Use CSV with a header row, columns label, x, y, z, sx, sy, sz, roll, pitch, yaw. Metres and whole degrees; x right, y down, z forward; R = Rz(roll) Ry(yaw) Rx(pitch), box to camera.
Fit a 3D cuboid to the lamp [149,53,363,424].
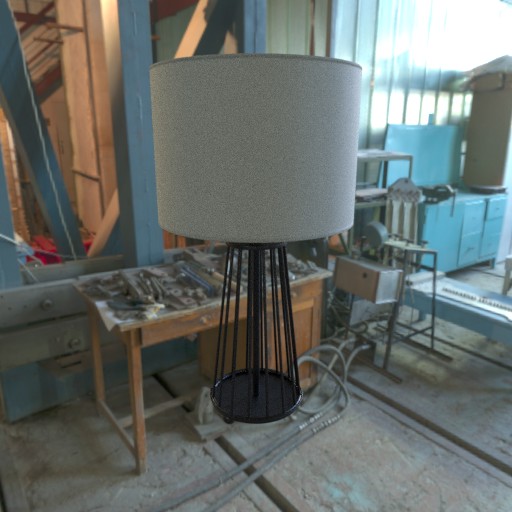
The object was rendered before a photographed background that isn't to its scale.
label,x,y,z,sx,sy,sz,roll,pitch,yaw
lamp,0.000,0.000,0.764,0.322,0.593,0.322,2,16,8
